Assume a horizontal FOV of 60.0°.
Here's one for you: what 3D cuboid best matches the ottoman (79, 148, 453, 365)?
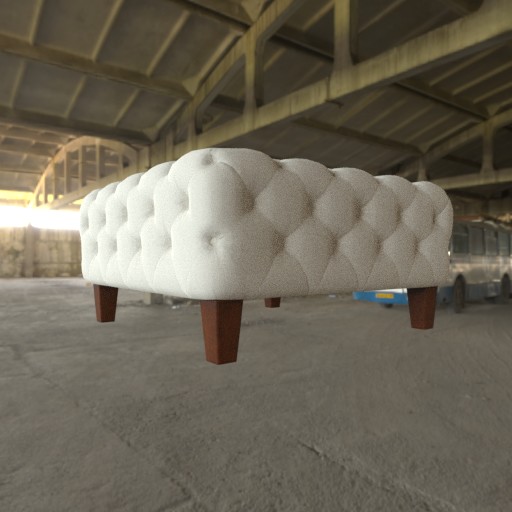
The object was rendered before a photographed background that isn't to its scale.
[{"bbox_3d":[0.000,0.000,1.211,0.755,0.376,0.753,0,0,-37],"label":"ottoman"}]
